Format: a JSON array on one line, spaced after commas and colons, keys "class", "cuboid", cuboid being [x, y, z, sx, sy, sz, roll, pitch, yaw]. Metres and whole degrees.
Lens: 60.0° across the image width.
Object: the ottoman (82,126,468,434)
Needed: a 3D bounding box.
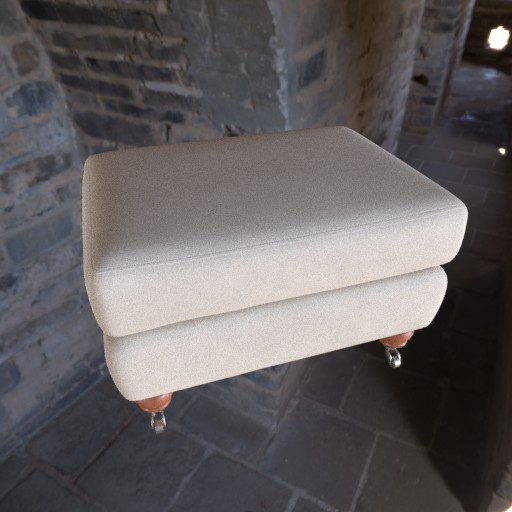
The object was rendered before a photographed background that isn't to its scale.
[{"class": "ottoman", "cuboid": [0.000, 0.000, 1.128, 0.773, 0.504, 0.569, -11, 36, -15]}]
